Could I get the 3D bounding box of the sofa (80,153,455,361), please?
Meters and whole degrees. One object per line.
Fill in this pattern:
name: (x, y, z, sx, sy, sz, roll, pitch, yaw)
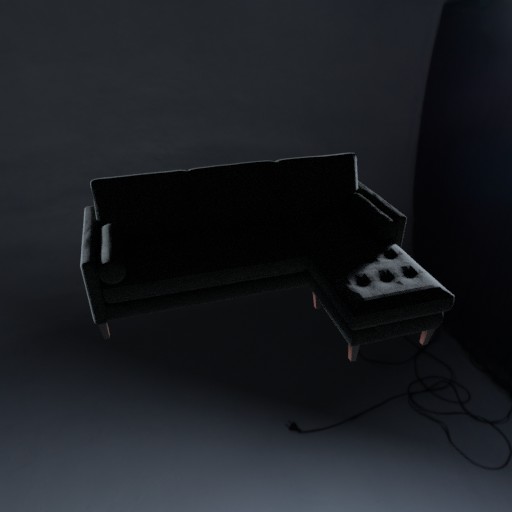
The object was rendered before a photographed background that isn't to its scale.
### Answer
sofa: (0.000, 0.000, 2.972, 2.178, 0.876, 1.506, -9, 33, -14)
